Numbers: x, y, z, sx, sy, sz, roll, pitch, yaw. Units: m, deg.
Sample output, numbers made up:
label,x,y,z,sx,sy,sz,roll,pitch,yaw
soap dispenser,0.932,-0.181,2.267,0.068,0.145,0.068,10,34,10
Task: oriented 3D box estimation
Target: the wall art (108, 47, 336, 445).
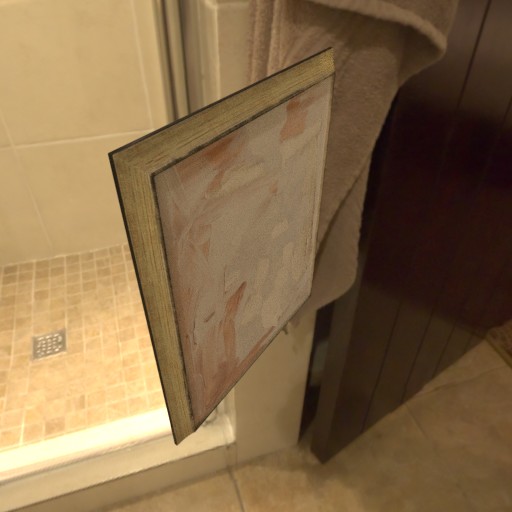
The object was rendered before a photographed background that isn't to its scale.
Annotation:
label,x,y,z,sx,sy,sz,roll,pitch,yaw
wall art,0.000,0.000,0.612,0.023,0.457,0.381,24,45,26
